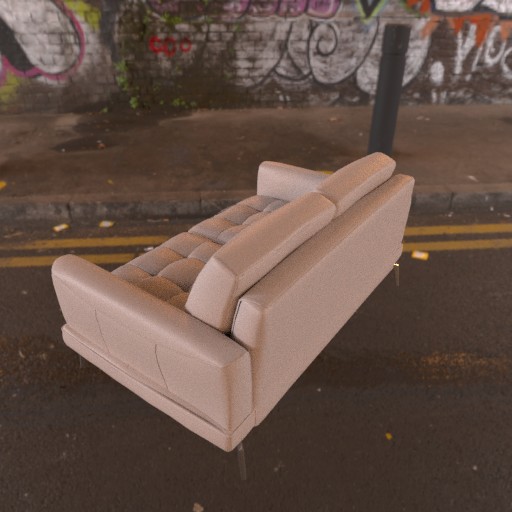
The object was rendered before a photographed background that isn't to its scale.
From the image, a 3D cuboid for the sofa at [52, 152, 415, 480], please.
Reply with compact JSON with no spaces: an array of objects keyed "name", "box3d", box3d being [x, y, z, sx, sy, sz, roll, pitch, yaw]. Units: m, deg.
[{"name":"sofa","box3d":[0.000,0.000,2.404,1.121,0.930,1.819,20,37,30]}]
